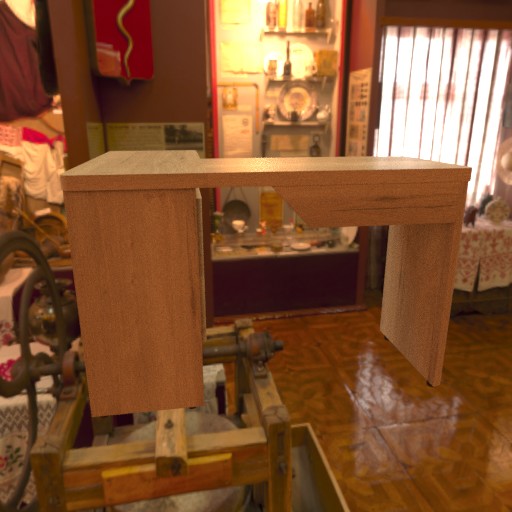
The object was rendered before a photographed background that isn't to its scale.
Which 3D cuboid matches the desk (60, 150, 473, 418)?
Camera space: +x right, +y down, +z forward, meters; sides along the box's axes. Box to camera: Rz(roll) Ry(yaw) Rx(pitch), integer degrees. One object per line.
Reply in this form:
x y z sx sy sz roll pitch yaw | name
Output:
0.000 0.000 1.750 1.169 0.760 0.900 -3 17 -9 | desk
